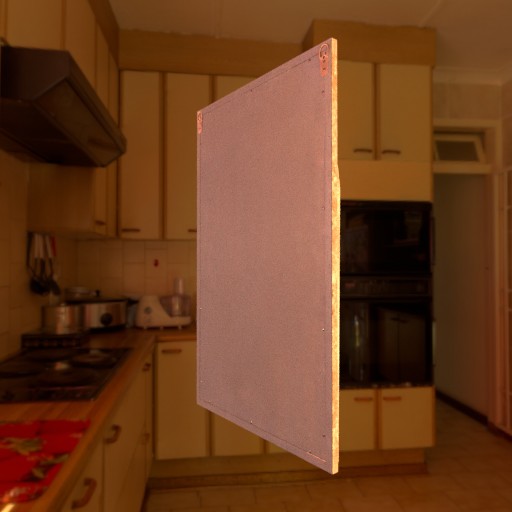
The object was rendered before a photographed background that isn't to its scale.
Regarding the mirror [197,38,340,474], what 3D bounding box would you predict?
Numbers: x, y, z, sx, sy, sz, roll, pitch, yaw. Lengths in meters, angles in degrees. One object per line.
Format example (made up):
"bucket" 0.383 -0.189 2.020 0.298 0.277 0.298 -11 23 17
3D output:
"mirror" 0.000 0.000 1.003 0.058 0.787 0.495 1 -1 -37
